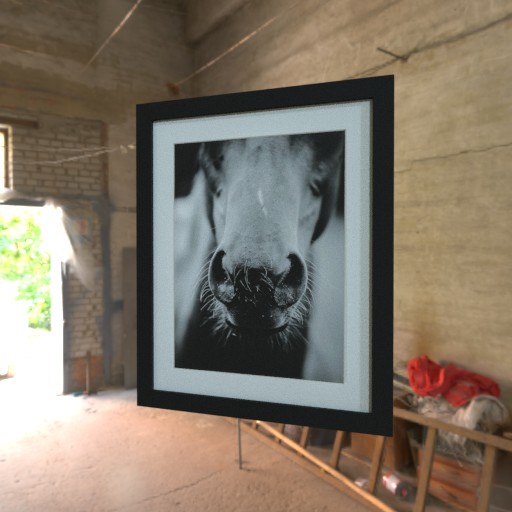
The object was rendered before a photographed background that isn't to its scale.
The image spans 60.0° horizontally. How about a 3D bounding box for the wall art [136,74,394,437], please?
[{"bbox_3d":[0.000,0.000,0.555,0.329,0.404,0.024,0,1,18],"label":"wall art"}]
